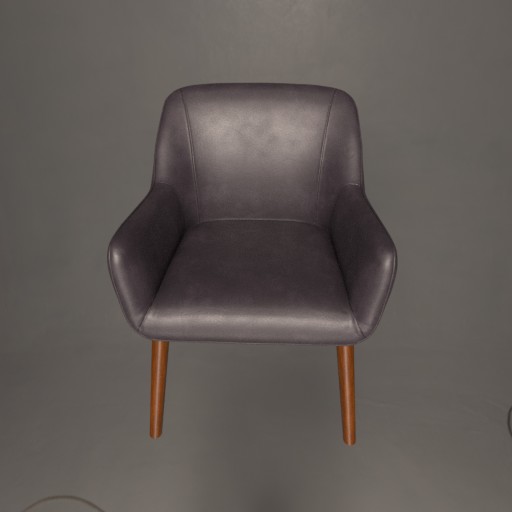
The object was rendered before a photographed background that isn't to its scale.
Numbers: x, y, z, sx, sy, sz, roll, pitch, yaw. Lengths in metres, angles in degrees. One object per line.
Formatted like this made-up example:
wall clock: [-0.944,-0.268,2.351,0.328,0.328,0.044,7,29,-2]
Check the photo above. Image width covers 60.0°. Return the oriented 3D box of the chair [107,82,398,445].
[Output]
chair: [0.000,0.000,1.234,0.610,0.828,0.610,1,30,2]
